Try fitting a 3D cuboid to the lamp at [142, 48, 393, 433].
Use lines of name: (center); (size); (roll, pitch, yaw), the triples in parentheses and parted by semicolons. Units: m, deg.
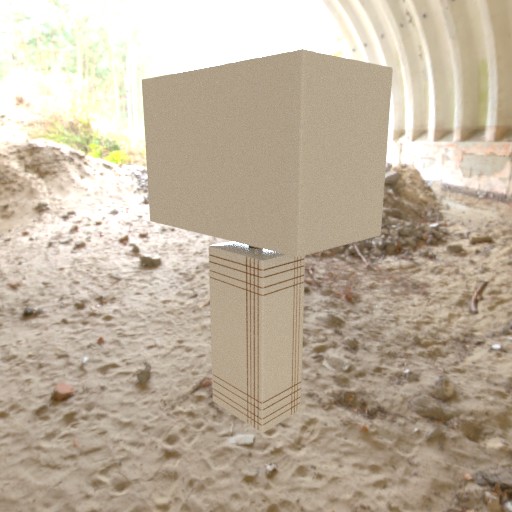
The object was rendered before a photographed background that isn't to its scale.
lamp: (0.000, 0.000, 0.707); (0.182, 0.543, 0.334); (-13, 20, -42)
